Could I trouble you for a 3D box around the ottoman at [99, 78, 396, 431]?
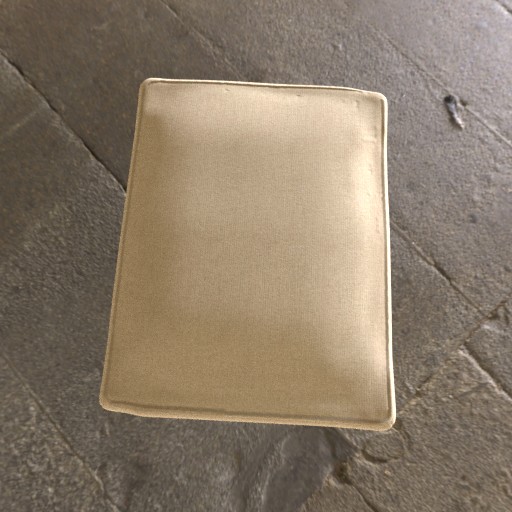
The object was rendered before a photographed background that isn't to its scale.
[{"bbox_3d":[0.000,0.000,1.219,0.650,0.485,0.833,3,76,1],"label":"ottoman"}]
